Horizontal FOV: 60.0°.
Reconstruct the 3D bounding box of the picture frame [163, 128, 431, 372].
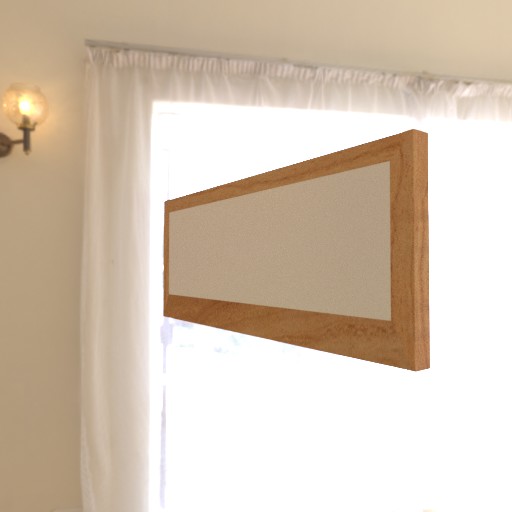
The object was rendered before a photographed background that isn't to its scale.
[{"bbox_3d":[0.000,0.000,0.674,0.045,0.234,0.582,1,-2,-36],"label":"picture frame"}]
